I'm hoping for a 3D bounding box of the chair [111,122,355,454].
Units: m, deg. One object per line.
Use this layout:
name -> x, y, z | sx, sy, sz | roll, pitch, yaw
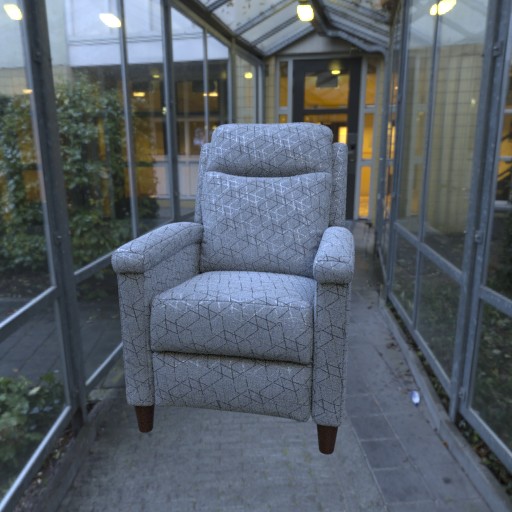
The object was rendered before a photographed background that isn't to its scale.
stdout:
chair -> 0.000, 0.000, 1.751 | 0.753, 1.048, 0.987 | 2, 14, 10
